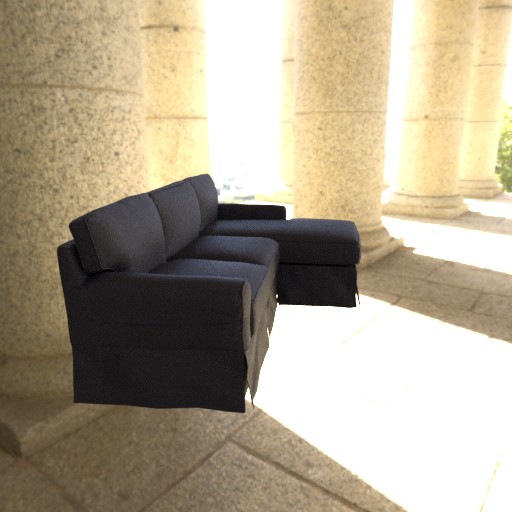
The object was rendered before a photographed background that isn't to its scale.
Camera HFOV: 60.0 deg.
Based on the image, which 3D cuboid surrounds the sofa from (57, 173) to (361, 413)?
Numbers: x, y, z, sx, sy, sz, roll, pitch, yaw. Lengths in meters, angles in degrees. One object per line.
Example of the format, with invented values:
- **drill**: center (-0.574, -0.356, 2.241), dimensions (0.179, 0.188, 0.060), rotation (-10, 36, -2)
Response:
- **sofa**: center (0.000, 0.000, 3.292), dimensions (1.637, 1.039, 2.518), rotation (2, 16, 8)
